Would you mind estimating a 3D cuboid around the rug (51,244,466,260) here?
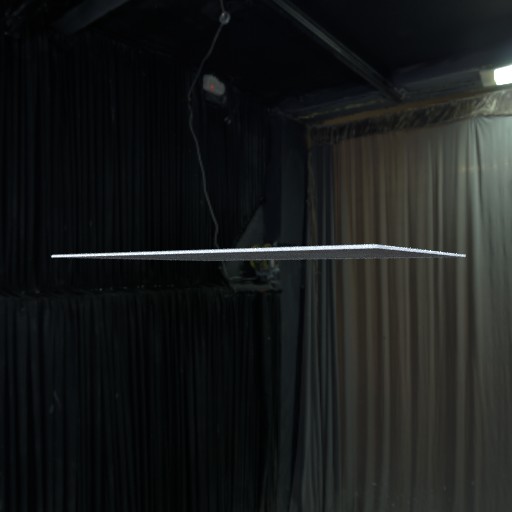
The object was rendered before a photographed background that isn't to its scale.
[{"bbox_3d":[0.000,0.000,2.271,1.747,0.011,1.217,-1,-2,36],"label":"rug"}]
